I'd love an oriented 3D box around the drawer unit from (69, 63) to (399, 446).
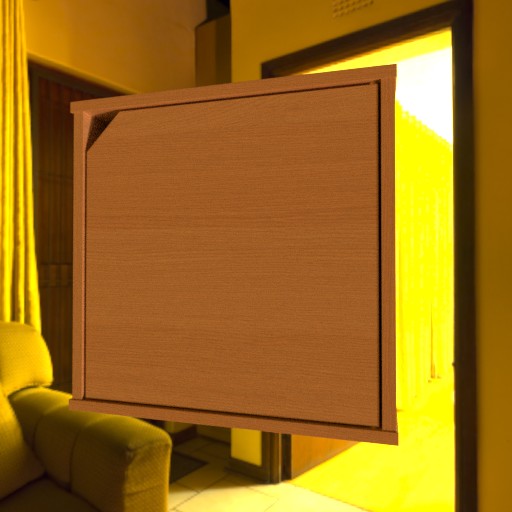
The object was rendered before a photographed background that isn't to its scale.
[{"bbox_3d":[0.000,0.000,0.585,0.349,0.344,0.290,0,-1,16],"label":"drawer unit"}]
